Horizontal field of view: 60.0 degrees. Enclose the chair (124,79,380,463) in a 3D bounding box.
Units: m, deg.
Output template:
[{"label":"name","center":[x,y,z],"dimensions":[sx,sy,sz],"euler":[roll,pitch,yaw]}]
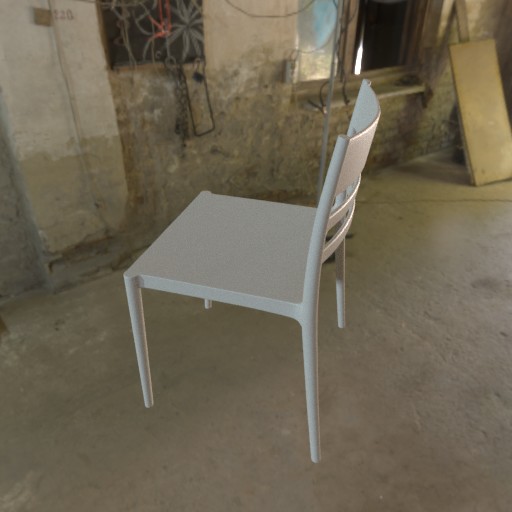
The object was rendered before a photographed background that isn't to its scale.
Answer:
[{"label":"chair","center":[0.000,0.000,1.140],"dimensions":[0.511,0.800,0.531],"euler":[9,34,14]}]
